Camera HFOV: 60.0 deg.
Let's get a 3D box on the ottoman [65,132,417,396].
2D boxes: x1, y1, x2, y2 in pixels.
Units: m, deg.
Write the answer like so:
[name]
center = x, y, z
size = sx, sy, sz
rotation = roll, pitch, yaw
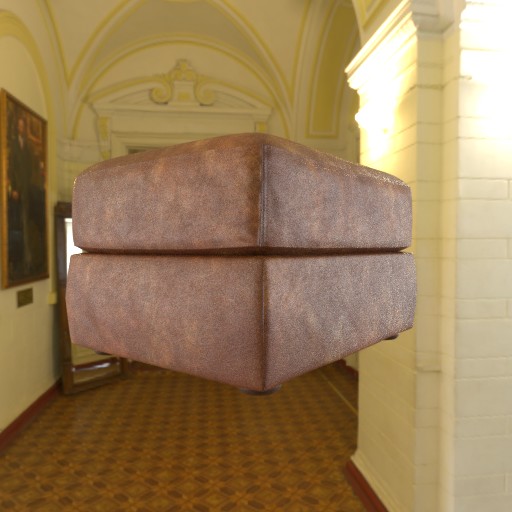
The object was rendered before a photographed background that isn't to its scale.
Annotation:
[ottoman]
center = 0.000, 0.000, 1.154
size = 0.603, 0.476, 0.751
rotation = 1, 2, 38
